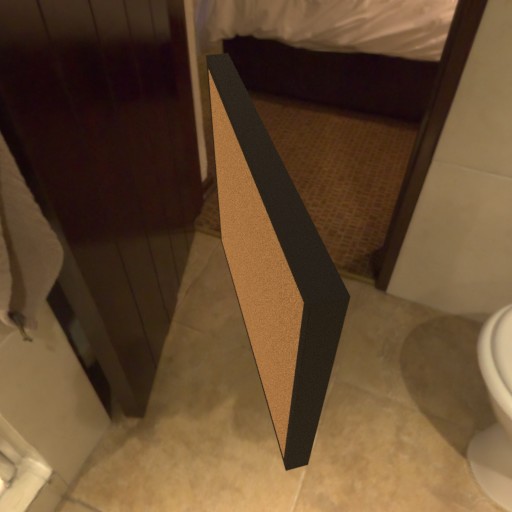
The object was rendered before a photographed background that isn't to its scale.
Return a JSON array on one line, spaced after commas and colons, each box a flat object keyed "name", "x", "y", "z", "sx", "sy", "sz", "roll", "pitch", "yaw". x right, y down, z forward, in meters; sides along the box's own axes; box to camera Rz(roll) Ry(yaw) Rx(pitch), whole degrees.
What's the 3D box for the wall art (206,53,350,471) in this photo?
[{"name": "wall art", "x": 0.000, "y": 0.000, "z": 0.539, "sx": 0.028, "sy": 0.325, "sz": 0.397, "roll": -10, "pitch": 48, "yaw": -10}]
